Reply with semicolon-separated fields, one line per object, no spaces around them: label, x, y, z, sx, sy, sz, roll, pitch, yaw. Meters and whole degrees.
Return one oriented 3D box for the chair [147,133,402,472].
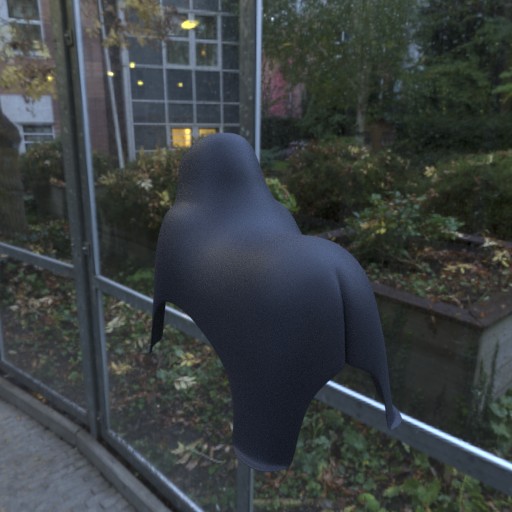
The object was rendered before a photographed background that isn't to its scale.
chair;0.000;0.000;1.110;0.490;0.600;0.758;-7;16;-26
